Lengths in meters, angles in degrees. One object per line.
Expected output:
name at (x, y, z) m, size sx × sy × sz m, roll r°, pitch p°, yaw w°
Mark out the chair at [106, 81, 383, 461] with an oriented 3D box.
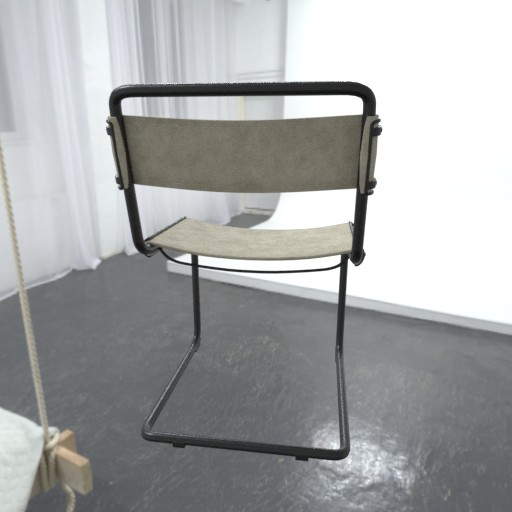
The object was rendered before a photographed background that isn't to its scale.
chair at (0.000, 0.000, 1.075) m, size 0.499 × 0.747 × 0.497 m, roll 2°, pitch 17°, yaw 8°
